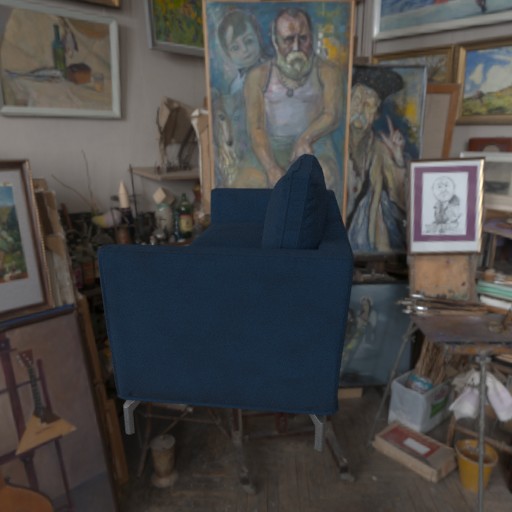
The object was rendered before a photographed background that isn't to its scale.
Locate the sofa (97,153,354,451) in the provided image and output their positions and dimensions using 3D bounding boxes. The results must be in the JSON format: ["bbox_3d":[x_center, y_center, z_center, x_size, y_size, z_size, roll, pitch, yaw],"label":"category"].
[{"bbox_3d":[0.000,0.000,2.324,0.853,1.002,1.770,2,15,7],"label":"sofa"}]
